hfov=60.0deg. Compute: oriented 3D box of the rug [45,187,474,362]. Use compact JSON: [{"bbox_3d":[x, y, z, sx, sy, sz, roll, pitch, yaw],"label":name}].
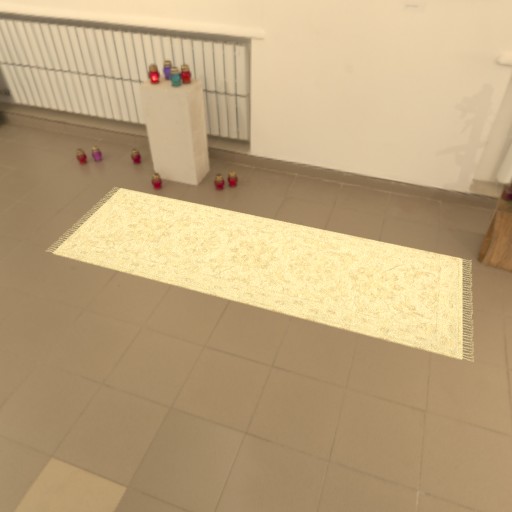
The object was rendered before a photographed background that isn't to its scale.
[{"bbox_3d":[0.000,0.000,2.774,2.544,0.015,0.795,13,43,14],"label":"rug"}]
